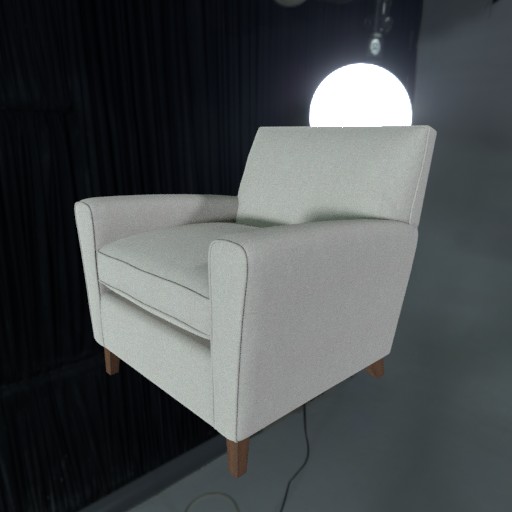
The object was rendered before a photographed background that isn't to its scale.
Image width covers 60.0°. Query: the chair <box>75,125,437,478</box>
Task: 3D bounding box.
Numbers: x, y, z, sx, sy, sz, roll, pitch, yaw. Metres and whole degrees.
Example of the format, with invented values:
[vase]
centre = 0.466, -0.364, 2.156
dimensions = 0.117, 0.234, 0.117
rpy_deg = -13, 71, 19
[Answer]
[chair]
centre = 0.000, 0.000, 1.495
dimensions = 0.871, 0.846, 0.840
rpy_deg = -15, 21, -42
